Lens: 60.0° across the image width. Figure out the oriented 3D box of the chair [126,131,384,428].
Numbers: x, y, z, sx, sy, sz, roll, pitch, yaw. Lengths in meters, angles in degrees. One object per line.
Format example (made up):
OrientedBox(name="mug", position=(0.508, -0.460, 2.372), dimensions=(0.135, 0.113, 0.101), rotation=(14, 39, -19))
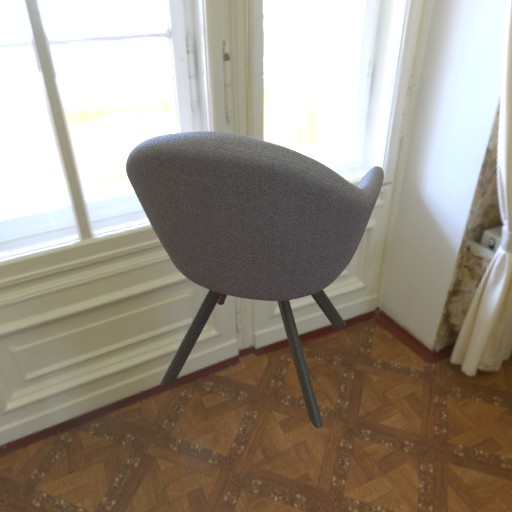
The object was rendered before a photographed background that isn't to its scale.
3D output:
OrientedBox(name="chair", position=(0.000, 0.000, 1.199), dimensions=(0.590, 0.795, 0.550), rotation=(10, 34, 15))
